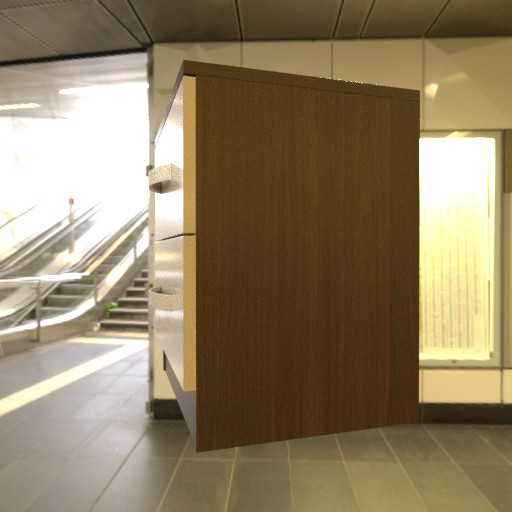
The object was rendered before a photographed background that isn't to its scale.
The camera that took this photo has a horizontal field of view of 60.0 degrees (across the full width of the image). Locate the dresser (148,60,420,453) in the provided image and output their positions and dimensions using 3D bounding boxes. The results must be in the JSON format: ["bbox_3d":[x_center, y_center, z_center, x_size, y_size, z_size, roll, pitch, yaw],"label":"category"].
[{"bbox_3d":[0.000,0.000,0.764,0.360,0.470,0.400,0,1,-17],"label":"dresser"}]
